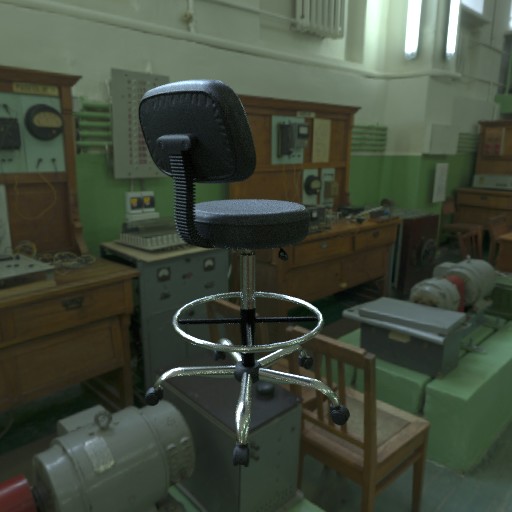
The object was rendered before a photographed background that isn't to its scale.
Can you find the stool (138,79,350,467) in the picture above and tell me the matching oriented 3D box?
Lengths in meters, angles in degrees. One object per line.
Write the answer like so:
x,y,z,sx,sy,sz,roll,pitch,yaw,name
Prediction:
0.000,0.000,1.519,0.694,1.069,0.658,13,19,43,stool
